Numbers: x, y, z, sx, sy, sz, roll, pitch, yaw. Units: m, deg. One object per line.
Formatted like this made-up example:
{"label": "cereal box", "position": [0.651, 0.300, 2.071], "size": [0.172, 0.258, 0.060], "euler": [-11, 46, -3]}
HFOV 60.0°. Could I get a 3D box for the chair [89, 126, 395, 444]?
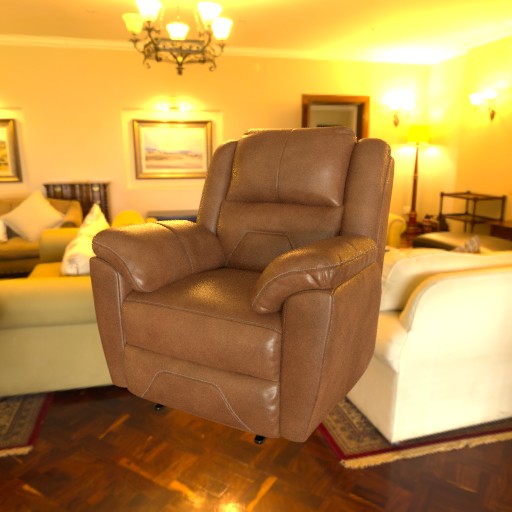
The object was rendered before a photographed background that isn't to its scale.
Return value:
{"label": "chair", "position": [0.000, 0.000, 1.891], "size": [0.990, 1.093, 1.041], "euler": [7, 15, 27]}
